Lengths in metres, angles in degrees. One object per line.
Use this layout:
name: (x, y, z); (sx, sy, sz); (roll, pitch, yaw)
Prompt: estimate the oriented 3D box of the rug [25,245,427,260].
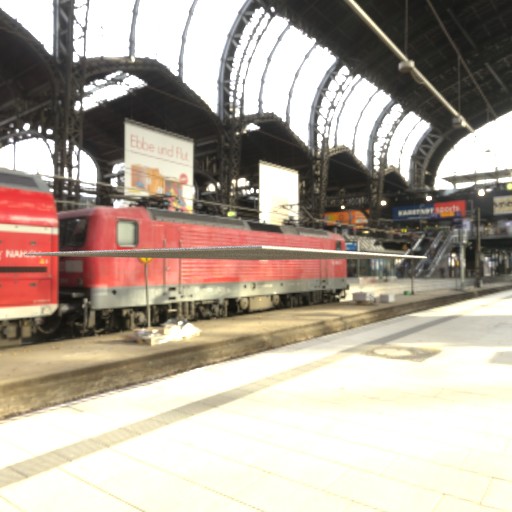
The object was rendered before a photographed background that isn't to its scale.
rug: (0.000, 0.000, 2.914); (1.608, 0.014, 2.213); (-1, -2, 35)
